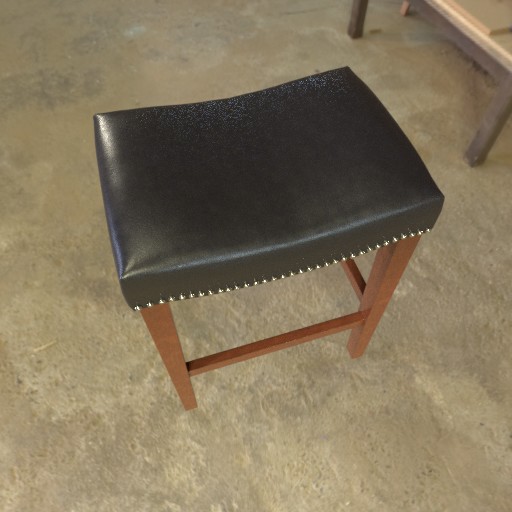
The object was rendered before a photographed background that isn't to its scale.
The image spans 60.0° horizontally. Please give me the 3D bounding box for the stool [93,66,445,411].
[{"bbox_3d":[0.000,0.000,0.969,0.504,0.654,0.372,-15,57,-10],"label":"stool"}]
